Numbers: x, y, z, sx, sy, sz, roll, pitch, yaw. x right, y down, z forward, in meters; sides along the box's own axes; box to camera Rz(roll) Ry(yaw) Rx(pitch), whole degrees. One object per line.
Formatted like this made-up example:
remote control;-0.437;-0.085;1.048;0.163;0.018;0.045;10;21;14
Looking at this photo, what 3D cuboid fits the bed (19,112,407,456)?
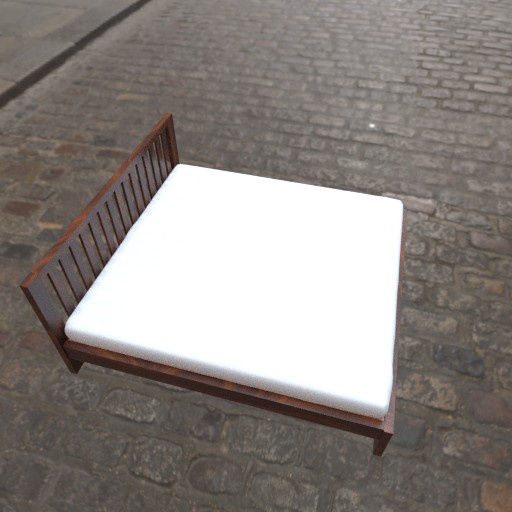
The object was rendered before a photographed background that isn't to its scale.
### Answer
bed;0.000;0.000;3.077;2.030;0.890;1.905;11;47;11
